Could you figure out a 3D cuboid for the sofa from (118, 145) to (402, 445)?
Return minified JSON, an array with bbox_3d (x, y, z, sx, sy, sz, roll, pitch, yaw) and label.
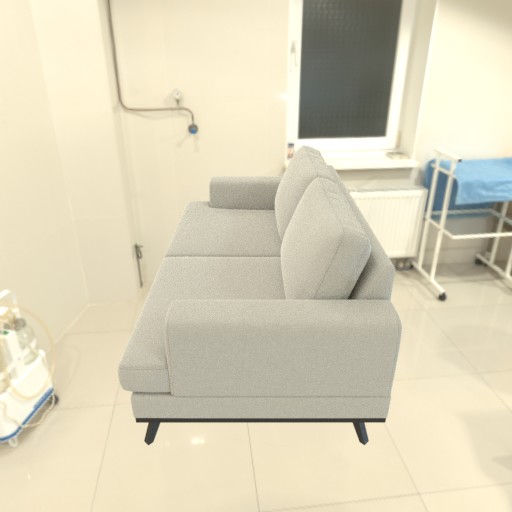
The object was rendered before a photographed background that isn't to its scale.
[{"bbox_3d":[0.000,0.000,2.165,0.920,0.810,1.650,0,26,0],"label":"sofa"}]
